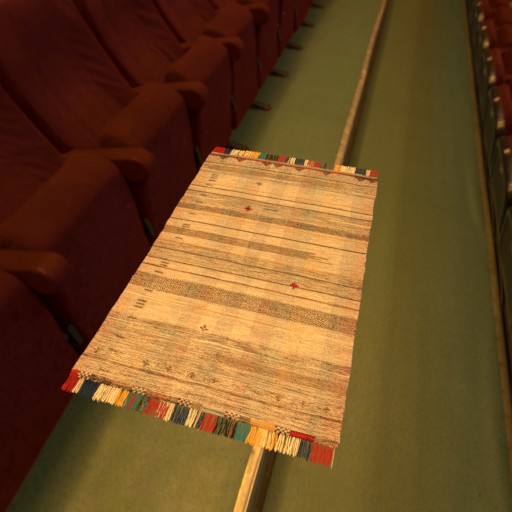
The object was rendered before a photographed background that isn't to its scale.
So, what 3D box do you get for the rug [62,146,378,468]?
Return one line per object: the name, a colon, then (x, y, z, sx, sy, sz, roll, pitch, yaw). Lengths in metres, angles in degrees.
rug: (0.000, 0.000, 3.011, 1.465, 0.012, 2.465, 11, 47, 11)
